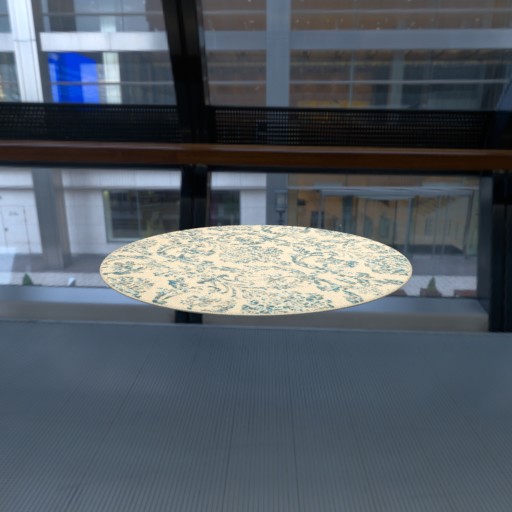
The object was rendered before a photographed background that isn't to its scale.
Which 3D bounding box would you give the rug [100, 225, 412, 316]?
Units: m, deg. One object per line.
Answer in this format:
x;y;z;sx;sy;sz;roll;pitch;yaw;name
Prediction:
0.000;0.000;2.384;1.593;0.012;1.593;0;16;0;rug
